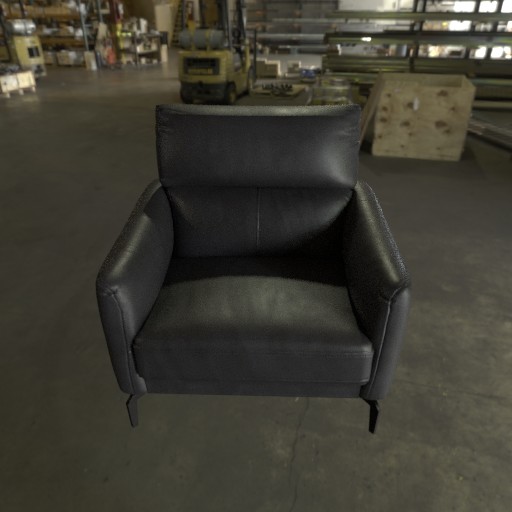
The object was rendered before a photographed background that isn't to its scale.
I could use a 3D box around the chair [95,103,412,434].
[{"bbox_3d":[0.000,0.000,1.622,0.976,0.949,0.809,1,29,2],"label":"chair"}]
